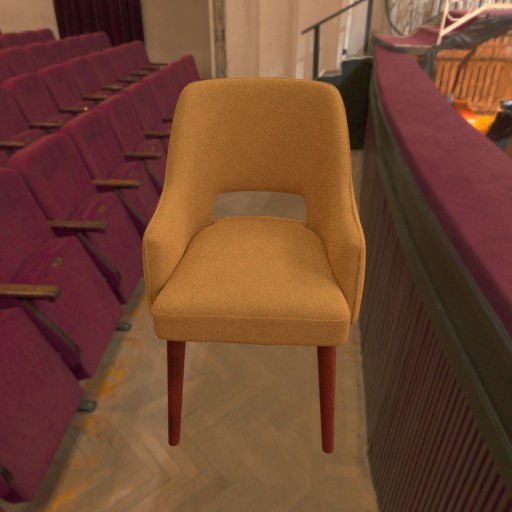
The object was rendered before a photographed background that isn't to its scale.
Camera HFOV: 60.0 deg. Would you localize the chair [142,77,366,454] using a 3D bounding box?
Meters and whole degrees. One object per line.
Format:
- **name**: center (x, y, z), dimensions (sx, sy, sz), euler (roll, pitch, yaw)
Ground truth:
- **chair**: center (0.000, 0.000, 1.232), dimensions (0.548, 0.849, 0.605), euler (2, 30, 3)
